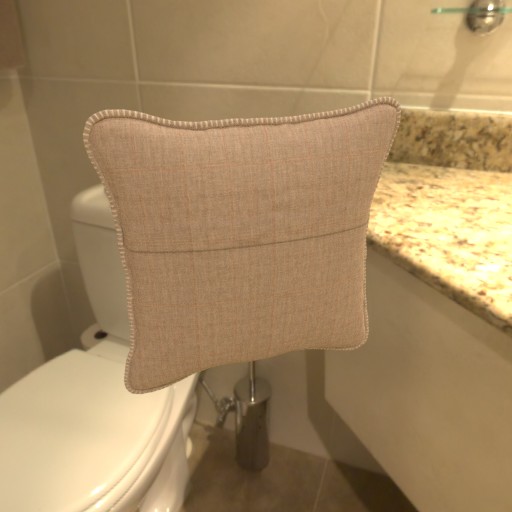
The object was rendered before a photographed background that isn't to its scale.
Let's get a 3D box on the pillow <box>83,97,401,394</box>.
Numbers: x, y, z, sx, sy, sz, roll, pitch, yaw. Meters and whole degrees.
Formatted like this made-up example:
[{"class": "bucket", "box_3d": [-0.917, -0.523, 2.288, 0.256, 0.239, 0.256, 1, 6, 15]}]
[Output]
[{"class": "pillow", "box_3d": [0.000, 0.000, 0.748, 0.485, 0.494, 0.124, -8, 28, -15]}]
